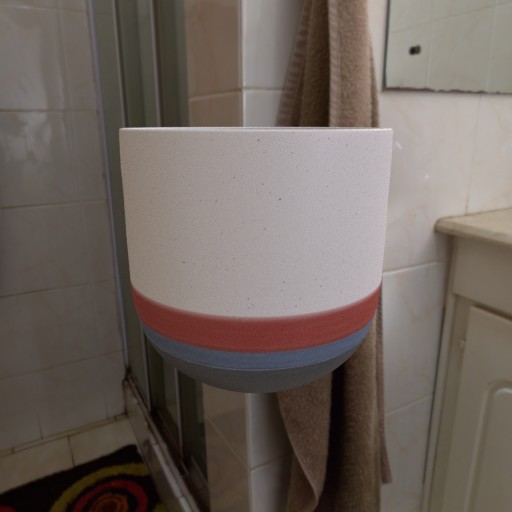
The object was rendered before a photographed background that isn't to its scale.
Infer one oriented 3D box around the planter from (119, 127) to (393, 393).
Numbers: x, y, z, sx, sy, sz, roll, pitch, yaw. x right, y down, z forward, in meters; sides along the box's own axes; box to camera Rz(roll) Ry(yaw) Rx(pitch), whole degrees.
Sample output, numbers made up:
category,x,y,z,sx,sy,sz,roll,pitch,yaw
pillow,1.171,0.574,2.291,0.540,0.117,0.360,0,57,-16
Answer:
category,x,y,z,sx,sy,sz,roll,pitch,yaw
planter,0.000,0.000,0.486,0.268,0.270,0.268,0,17,0
